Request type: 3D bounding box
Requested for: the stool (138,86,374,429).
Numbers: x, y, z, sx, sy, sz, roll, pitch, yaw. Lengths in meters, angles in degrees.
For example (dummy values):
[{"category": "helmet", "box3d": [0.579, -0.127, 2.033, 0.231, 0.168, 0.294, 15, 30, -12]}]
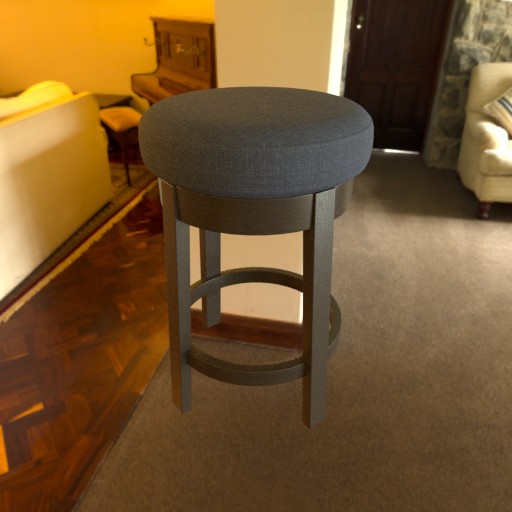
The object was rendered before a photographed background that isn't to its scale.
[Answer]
[{"category": "stool", "box3d": [0.000, 0.000, 0.965, 0.449, 0.655, 0.449, 0, 30, 0]}]
